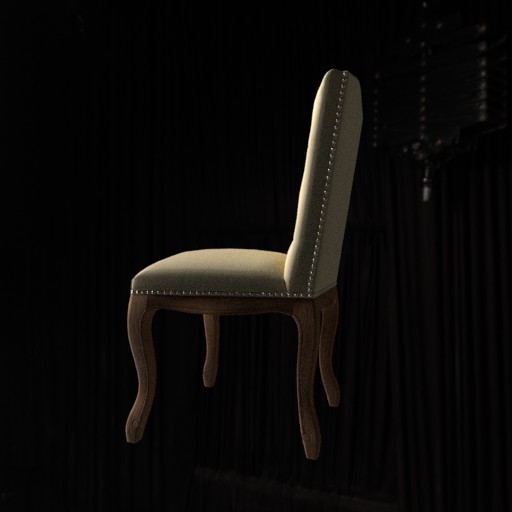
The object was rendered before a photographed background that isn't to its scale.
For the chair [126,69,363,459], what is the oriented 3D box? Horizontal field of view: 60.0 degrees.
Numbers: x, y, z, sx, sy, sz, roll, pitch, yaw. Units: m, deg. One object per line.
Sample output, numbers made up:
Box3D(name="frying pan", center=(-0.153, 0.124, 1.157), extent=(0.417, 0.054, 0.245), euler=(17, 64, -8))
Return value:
Box3D(name="chair", center=(0.000, 0.000, 1.575), extent=(0.715, 1.165, 0.623), euler=(0, 1, 18))
